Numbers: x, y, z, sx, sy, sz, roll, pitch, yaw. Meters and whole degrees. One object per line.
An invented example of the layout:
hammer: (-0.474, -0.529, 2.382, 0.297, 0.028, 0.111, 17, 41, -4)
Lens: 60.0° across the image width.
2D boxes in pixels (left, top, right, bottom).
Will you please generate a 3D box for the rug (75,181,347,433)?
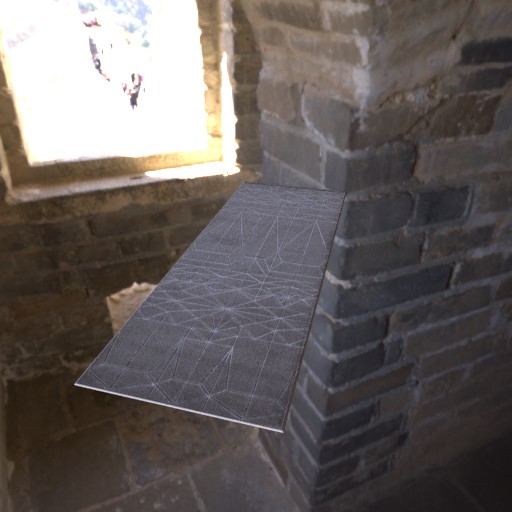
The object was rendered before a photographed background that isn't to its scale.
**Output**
rug: (0.000, 0.000, 2.688, 0.864, 0.012, 2.388, 8, 31, 13)
